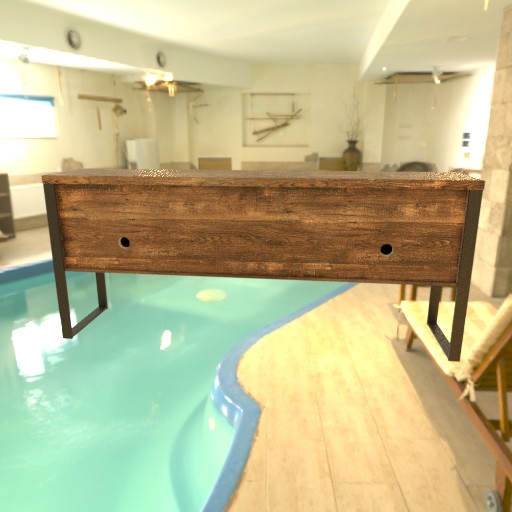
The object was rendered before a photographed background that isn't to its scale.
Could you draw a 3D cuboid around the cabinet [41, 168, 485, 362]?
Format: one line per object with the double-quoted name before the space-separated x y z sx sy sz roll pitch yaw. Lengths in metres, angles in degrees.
"cabinet" 0.000 0.000 2.076 1.800 0.762 0.395 2 15 7
